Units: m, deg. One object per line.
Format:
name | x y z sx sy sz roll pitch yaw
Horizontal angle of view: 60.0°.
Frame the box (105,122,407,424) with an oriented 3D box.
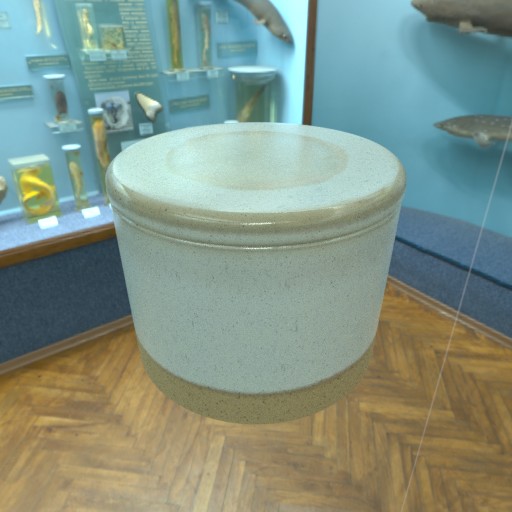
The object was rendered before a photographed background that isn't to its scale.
box | 0.000 0.000 0.263 0.154 0.123 0.154 0 30 0
